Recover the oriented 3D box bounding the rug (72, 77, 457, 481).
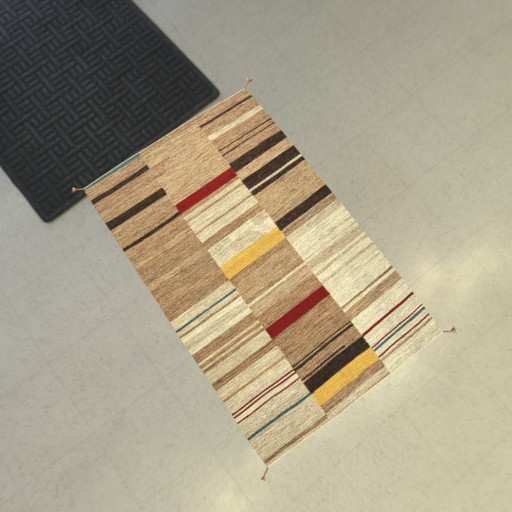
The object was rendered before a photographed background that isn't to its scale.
[{"bbox_3d":[0.000,0.000,2.433,1.268,0.007,1.918,-35,78,-8],"label":"rug"}]
